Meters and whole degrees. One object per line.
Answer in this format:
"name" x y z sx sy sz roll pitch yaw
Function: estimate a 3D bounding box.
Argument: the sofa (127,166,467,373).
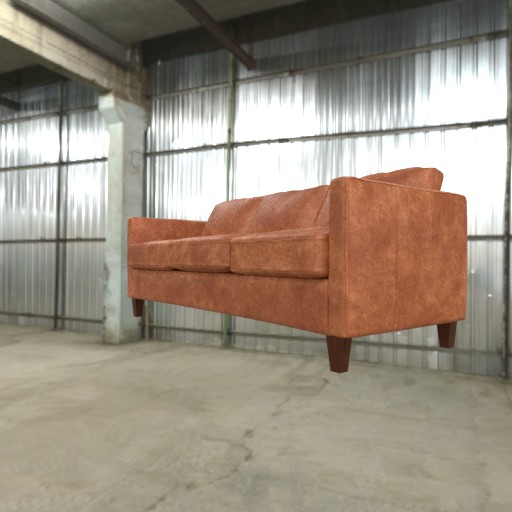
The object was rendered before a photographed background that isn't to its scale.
"sofa" 0.000 0.000 3.045 1.045 1.006 2.464 0 0 -37
